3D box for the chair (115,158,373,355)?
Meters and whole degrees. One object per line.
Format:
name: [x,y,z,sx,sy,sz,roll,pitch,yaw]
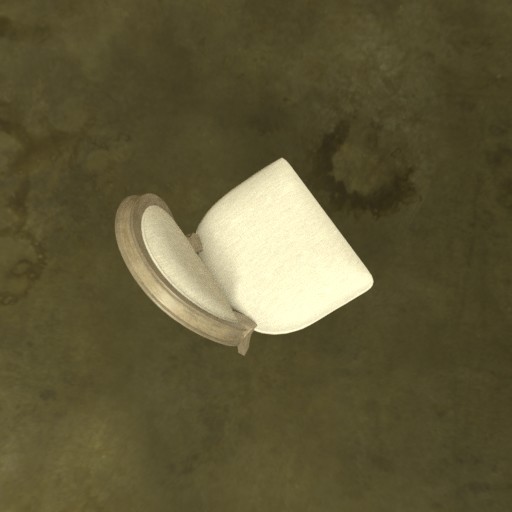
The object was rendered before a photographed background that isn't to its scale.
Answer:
chair: [0.000,0.000,1.396,0.602,0.990,0.558,-32,77,-8]
